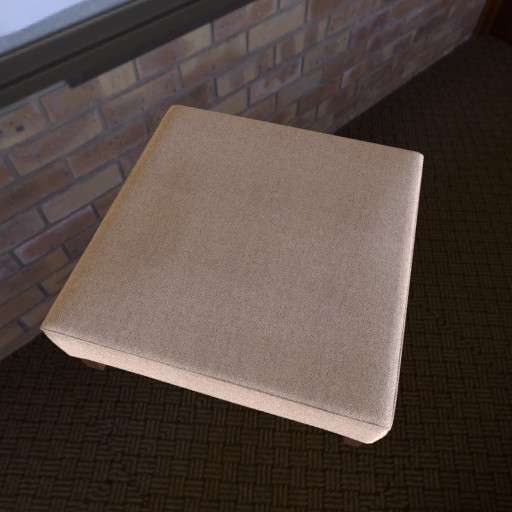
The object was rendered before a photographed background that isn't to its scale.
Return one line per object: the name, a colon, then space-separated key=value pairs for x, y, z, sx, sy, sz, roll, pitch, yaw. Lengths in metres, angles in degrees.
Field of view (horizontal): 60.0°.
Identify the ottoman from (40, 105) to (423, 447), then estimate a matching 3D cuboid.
ottoman: x=0.000 y=0.000 z=1.516 sx=0.973 sy=0.381 sz=0.982 roll=14 pitch=59 yaw=9
